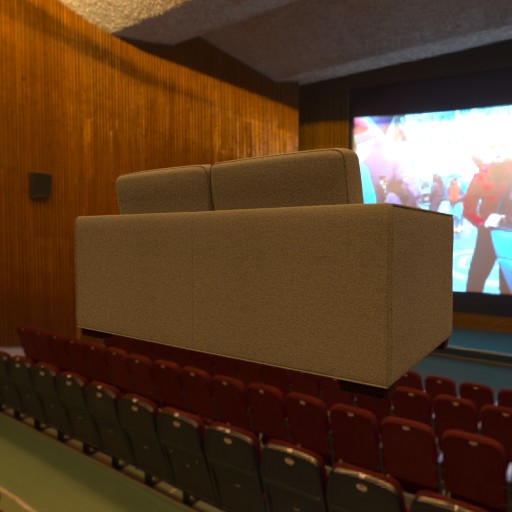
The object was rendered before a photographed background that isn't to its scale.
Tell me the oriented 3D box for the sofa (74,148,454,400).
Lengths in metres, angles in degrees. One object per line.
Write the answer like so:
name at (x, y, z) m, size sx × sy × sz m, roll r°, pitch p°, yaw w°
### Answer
sofa at (0.000, 0.000, 2.403) m, size 1.812 × 0.924 × 1.007 m, roll 2°, pitch 3°, yaw 35°
